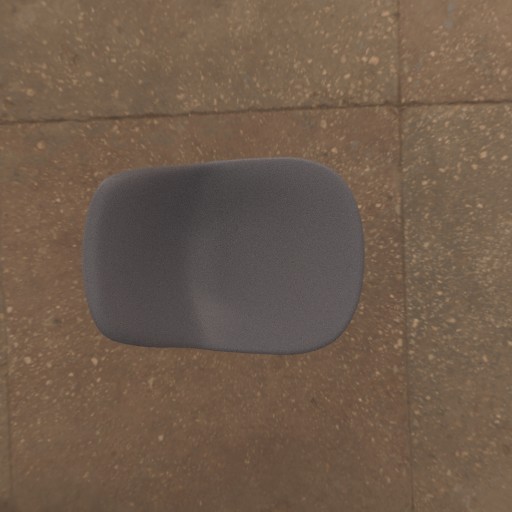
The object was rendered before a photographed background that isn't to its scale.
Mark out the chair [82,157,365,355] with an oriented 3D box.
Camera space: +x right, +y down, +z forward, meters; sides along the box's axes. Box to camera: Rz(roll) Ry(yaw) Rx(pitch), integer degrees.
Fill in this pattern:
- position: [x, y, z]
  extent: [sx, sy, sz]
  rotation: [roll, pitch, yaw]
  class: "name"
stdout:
- position: [0.000, 0.000, 1.088]
  extent: [0.533, 0.826, 0.470]
  rotation: [0, 90, 0]
  class: "chair"
